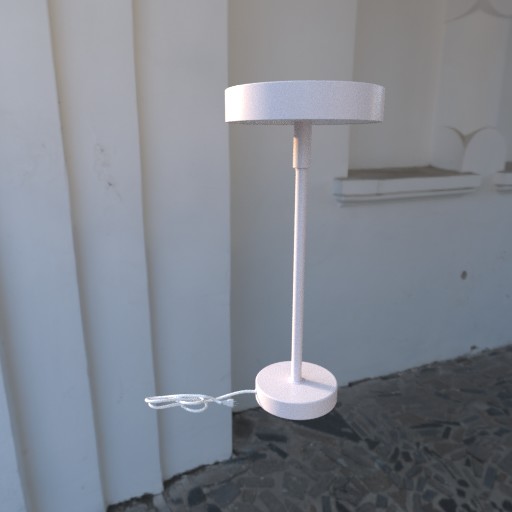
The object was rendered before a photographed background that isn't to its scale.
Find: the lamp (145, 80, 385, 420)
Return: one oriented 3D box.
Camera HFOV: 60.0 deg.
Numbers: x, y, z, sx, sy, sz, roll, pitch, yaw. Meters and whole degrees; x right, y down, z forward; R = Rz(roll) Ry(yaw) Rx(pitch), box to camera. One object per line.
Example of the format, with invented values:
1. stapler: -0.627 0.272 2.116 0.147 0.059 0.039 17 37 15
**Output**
1. lamp: 0.000 0.000 0.695 0.369 0.508 0.229 -2 15 -9
